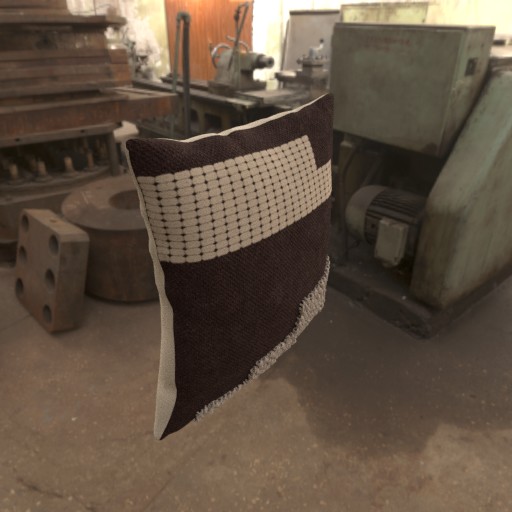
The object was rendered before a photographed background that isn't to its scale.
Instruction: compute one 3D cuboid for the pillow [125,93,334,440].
[{"bbox_3d":[0.000,0.000,0.734,0.178,0.473,0.475,19,33,32],"label":"pillow"}]
